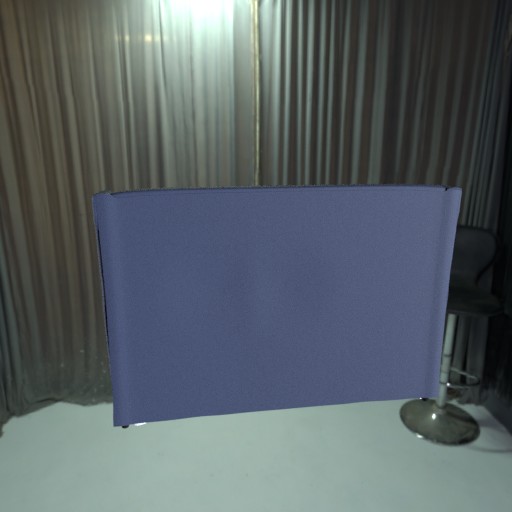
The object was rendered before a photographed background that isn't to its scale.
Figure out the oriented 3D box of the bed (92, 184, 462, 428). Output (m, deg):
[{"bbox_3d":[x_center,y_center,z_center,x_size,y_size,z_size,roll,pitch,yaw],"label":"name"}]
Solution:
[{"bbox_3d":[0.000,0.000,3.464,1.925,1.332,2.276,-2,16,-8],"label":"bed"}]
